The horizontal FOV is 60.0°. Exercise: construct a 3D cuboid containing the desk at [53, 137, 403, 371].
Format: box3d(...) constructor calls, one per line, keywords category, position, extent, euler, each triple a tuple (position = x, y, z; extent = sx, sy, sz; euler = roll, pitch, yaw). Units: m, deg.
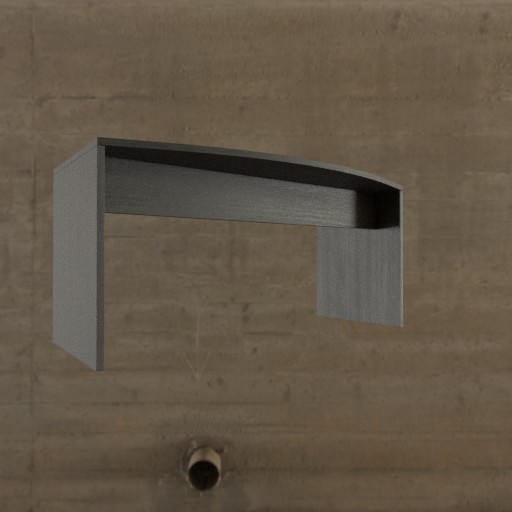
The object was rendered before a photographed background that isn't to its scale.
box3d(category="desk", position=(0.000, 0.000, 2.076), extent=(1.600, 0.750, 0.802), euler=(0, -1, -36))
